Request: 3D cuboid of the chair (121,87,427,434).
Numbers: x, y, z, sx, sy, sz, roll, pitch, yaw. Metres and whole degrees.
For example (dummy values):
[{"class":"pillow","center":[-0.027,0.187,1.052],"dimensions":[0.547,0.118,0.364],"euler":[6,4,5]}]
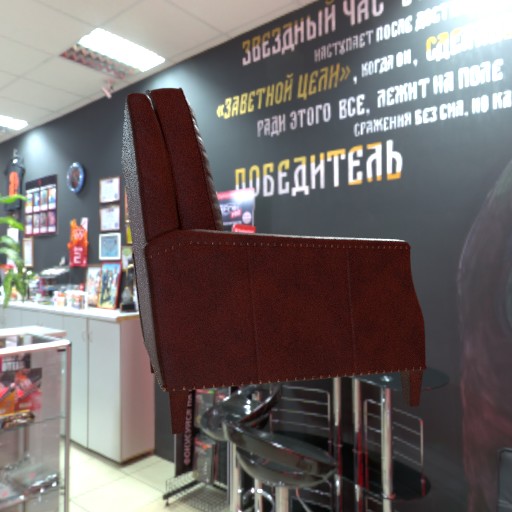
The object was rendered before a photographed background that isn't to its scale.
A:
[{"class":"chair","center":[0.000,0.000,1.789],"dimensions":[1.035,1.054,0.854],"euler":[0,-1,-18]}]
